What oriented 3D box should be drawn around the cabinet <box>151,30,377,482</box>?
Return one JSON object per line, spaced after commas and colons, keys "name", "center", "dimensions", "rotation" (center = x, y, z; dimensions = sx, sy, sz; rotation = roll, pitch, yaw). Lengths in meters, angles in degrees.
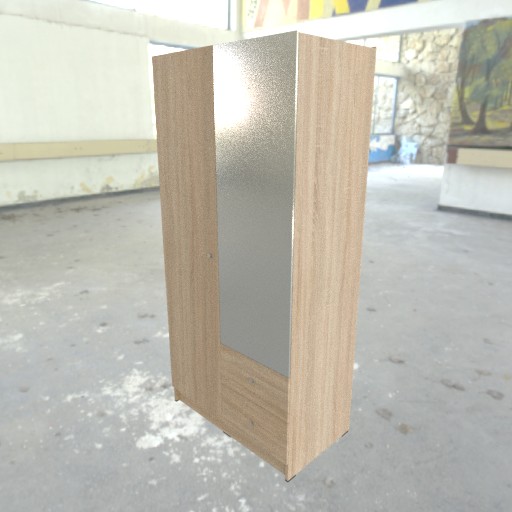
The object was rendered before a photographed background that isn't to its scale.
{"name": "cabinet", "center": [0.000, 0.000, 2.506], "dimensions": [1.001, 2.121, 0.590], "rotation": [16, 23, 42]}
